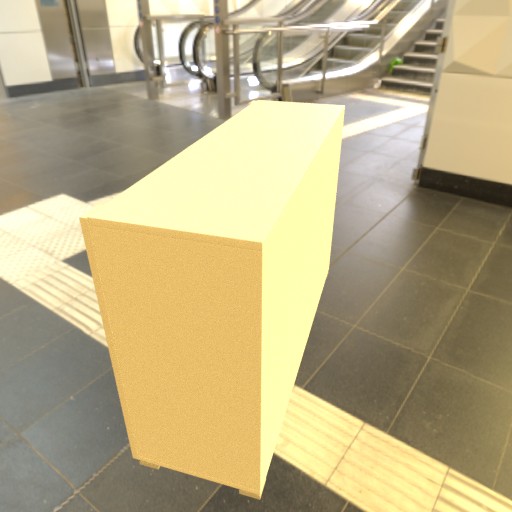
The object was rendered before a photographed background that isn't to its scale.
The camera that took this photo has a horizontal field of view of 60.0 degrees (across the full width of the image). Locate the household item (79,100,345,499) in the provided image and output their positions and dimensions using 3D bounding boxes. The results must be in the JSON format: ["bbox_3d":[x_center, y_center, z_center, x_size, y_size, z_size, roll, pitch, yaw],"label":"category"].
[{"bbox_3d":[0.000,0.000,1.677,0.420,0.867,1.300,9,32,14],"label":"household item"}]
